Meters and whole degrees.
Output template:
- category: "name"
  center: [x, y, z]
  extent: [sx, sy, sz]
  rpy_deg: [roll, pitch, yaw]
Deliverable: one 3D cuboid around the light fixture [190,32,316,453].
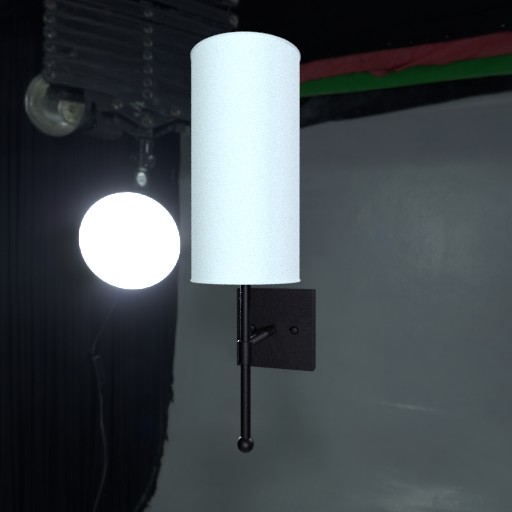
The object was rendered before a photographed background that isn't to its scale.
- category: "light fixture"
  center: [0.000, 0.000, 0.559]
  extent: [0.128, 0.462, 0.208]
  rpy_deg: [0, 0, 18]
